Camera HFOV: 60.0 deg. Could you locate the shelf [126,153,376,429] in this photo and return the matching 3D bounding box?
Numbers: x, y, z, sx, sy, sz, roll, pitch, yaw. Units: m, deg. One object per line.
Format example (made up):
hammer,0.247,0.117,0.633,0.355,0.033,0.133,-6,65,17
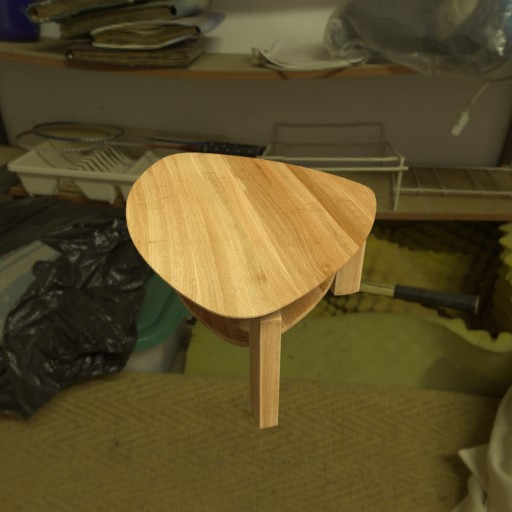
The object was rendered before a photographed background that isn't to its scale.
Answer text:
shelf,0.000,0.000,1.628,0.863,0.439,1.240,-8,31,-13
